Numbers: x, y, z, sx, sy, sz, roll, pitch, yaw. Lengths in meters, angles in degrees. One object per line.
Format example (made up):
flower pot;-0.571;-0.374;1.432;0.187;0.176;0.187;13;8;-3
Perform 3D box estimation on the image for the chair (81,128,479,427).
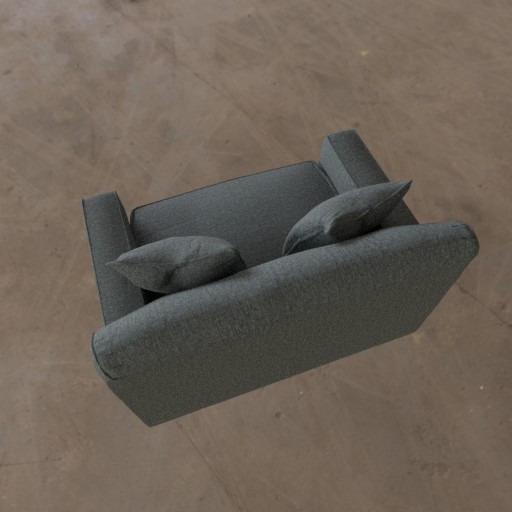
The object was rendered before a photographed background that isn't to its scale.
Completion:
chair;0.000;0.000;2.034;1.383;0.948;1.000;-17;59;-10
